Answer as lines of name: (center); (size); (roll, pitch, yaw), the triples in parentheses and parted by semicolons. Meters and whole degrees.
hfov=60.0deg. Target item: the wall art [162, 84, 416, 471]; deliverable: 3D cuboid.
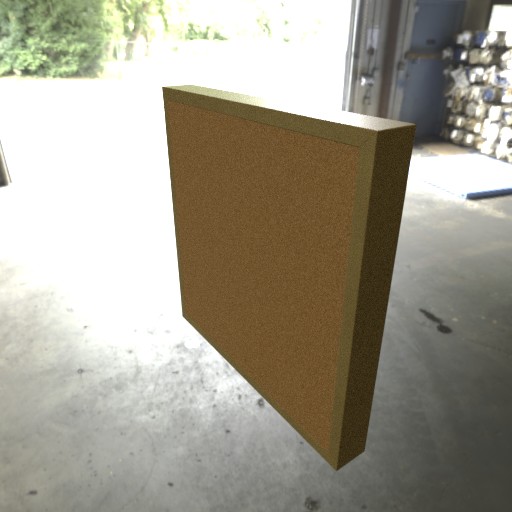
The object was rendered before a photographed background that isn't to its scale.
wall art: (0.000, 0.000, 0.456); (0.038, 0.305, 0.305); (-18, 32, -31)
